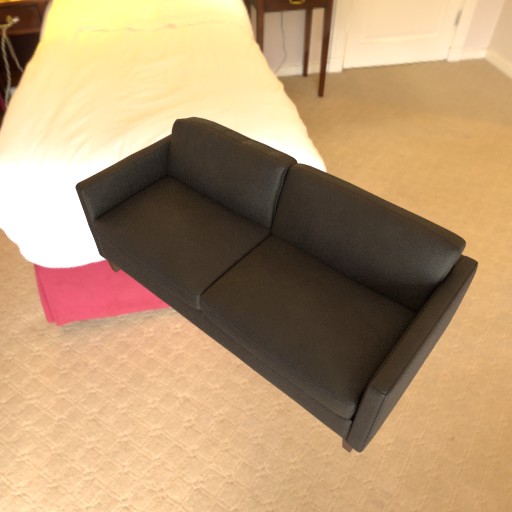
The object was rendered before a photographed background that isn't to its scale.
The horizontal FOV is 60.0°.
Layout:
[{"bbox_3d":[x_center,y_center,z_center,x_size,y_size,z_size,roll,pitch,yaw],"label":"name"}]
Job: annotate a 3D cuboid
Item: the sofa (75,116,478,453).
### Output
[{"bbox_3d":[0.000,0.000,2.420,1.971,0.863,0.933,31,53,27],"label":"sofa"}]
